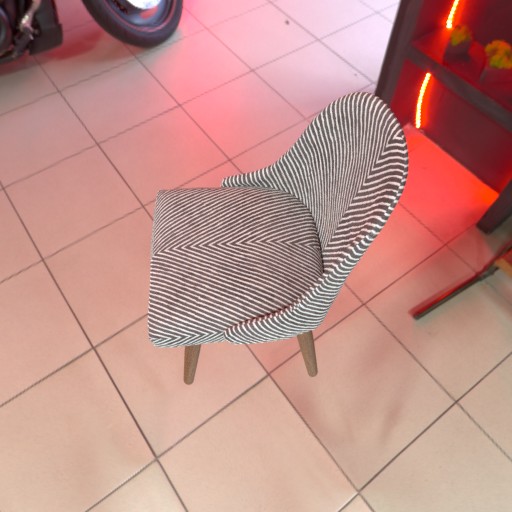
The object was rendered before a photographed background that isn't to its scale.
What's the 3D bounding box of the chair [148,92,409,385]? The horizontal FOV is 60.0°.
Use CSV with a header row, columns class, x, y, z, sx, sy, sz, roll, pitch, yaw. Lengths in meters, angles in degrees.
class,x,y,z,sx,sy,sz,roll,pitch,yaw
chair,0.000,0.000,1.245,0.591,0.883,0.504,-3,59,-2
